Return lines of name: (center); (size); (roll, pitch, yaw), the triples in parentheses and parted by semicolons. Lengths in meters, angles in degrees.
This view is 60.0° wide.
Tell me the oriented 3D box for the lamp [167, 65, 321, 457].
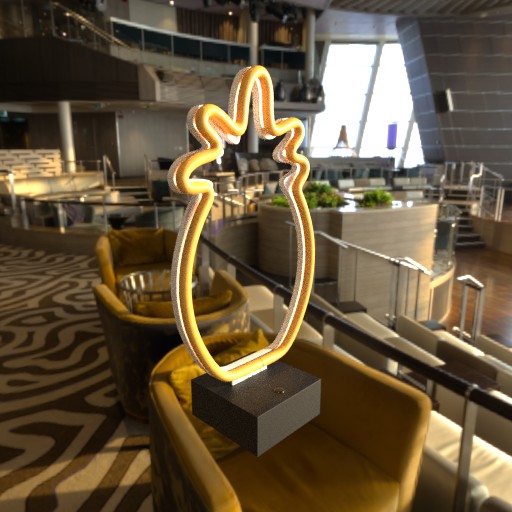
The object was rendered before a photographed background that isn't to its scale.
lamp: (0.000, 0.000, 0.395); (0.088, 0.317, 0.167); (13, 18, 43)
